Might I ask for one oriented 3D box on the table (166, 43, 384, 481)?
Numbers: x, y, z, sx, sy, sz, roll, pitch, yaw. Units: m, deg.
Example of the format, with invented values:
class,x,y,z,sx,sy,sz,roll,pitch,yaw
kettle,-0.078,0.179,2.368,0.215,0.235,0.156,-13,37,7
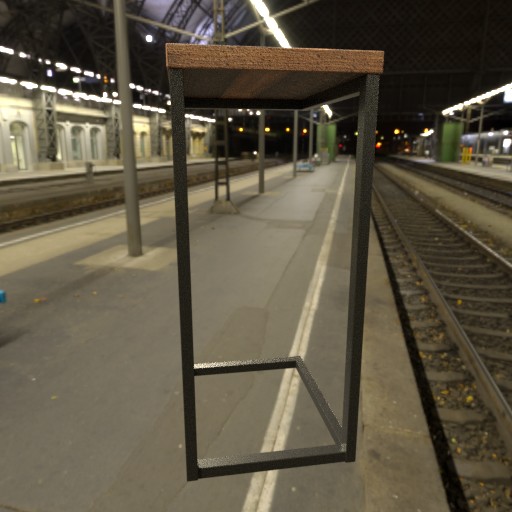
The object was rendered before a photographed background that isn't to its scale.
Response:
class,x,y,z,sx,sy,sz,roll,pitch,yaw
table,0.000,0.000,0.920,0.323,0.718,0.414,-2,14,-9
